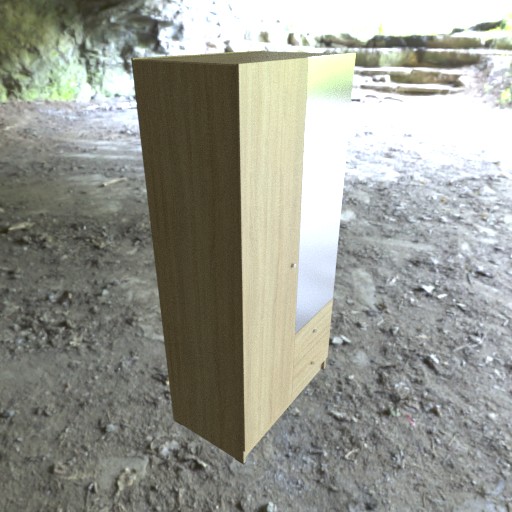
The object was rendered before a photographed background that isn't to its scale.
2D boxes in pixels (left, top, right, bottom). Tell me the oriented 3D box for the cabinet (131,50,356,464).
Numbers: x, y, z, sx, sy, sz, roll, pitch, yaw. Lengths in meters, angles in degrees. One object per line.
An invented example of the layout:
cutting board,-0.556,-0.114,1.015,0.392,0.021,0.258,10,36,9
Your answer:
cabinet,0.000,0.000,2.567,0.590,2.121,1.001,18,32,31
